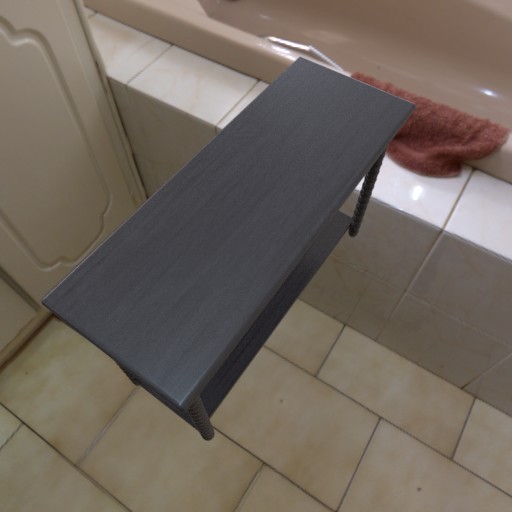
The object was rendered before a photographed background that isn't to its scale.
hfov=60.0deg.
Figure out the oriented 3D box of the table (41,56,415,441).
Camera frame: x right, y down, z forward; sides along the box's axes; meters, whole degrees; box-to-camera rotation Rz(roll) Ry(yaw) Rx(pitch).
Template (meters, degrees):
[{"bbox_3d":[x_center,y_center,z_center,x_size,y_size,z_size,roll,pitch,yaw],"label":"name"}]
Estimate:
[{"bbox_3d":[0.000,0.000,1.568,0.459,0.735,1.184,31,63,18],"label":"table"}]
